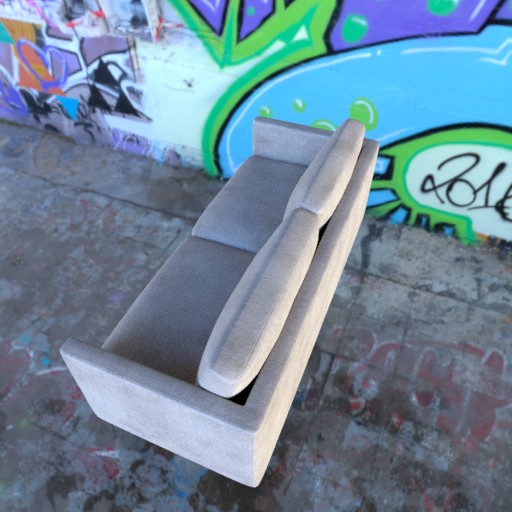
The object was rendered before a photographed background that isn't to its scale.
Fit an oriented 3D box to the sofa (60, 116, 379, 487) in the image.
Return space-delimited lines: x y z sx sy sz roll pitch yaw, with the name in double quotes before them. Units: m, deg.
"sofa" 0.000 0.000 2.644 0.951 0.965 2.208 17 48 16
